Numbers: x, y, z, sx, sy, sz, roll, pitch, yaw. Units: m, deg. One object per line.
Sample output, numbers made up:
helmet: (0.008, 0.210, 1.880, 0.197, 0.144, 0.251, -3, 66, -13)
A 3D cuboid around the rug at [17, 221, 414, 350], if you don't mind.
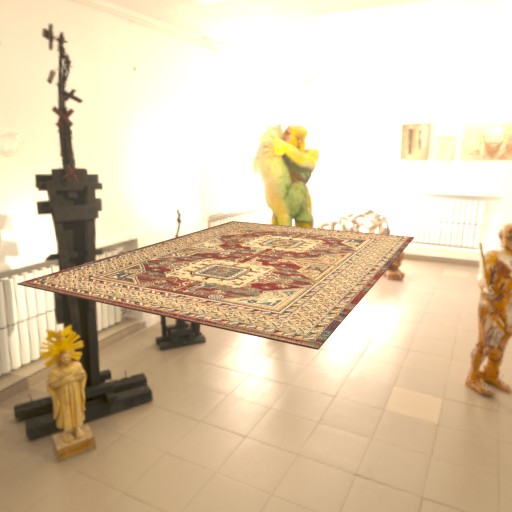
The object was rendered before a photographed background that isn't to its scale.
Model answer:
rug: (0.000, 0.000, 4.170, 2.381, 0.013, 3.197, 7, 16, 27)
